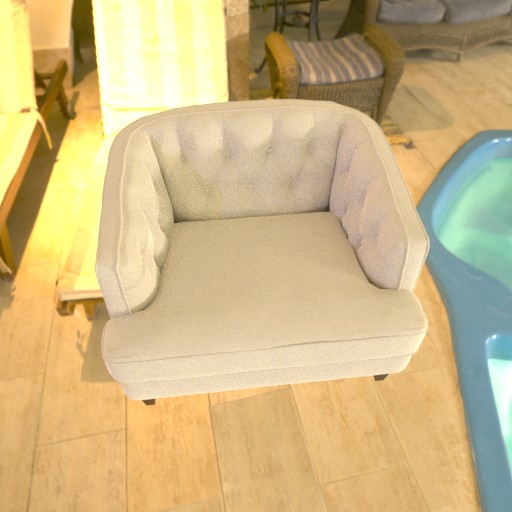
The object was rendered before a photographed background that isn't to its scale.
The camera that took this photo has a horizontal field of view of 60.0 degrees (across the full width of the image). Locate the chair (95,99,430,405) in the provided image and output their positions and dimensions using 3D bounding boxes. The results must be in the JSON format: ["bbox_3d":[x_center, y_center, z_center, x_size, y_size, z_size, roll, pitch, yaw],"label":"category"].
[{"bbox_3d":[0.000,0.000,1.764,1.104,0.852,0.941,-5,46,-5],"label":"chair"}]
